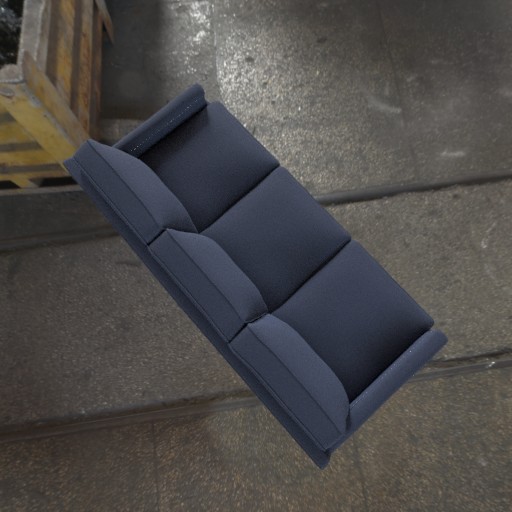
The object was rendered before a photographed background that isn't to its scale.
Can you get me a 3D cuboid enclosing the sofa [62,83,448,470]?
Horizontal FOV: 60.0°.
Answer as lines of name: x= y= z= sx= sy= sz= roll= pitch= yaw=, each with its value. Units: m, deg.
sofa: x=0.000 y=0.000 z=2.748 sx=1.084 sy=1.003 sz=2.246 roll=-41 pitch=79 yaw=-10
